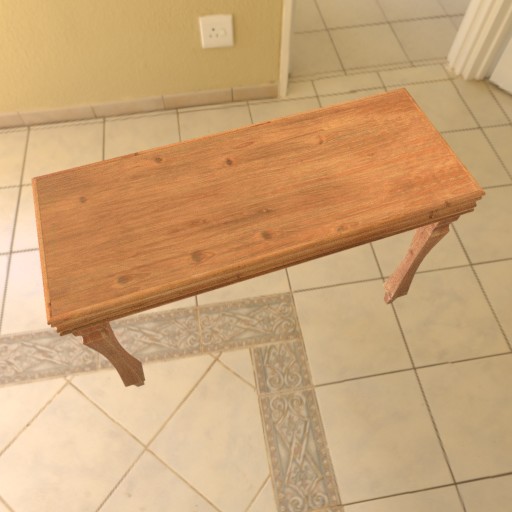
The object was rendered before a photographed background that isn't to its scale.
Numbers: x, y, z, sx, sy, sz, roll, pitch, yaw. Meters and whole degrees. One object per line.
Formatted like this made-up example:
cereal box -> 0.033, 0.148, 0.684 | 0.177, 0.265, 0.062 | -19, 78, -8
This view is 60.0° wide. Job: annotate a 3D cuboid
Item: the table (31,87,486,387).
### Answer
table -> 0.000, 0.000, 1.763 | 1.330, 0.873, 0.522 | -16, 61, -9
